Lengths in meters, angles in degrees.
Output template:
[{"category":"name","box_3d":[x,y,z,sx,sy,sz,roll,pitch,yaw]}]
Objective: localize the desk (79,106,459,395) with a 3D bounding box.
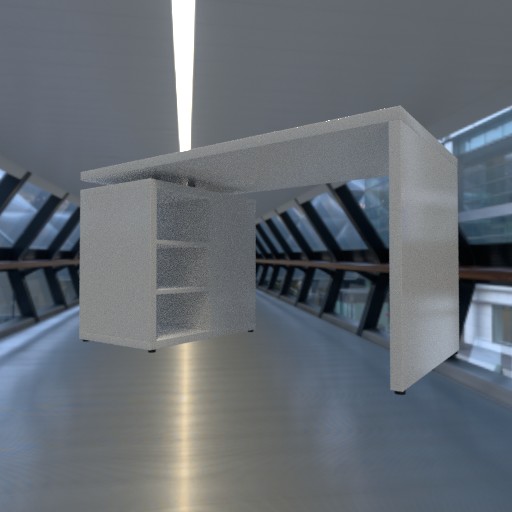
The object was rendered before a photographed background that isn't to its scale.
[{"category":"desk","box_3d":[0.000,0.000,1.813,1.400,0.740,0.690,-1,-2,35]}]
